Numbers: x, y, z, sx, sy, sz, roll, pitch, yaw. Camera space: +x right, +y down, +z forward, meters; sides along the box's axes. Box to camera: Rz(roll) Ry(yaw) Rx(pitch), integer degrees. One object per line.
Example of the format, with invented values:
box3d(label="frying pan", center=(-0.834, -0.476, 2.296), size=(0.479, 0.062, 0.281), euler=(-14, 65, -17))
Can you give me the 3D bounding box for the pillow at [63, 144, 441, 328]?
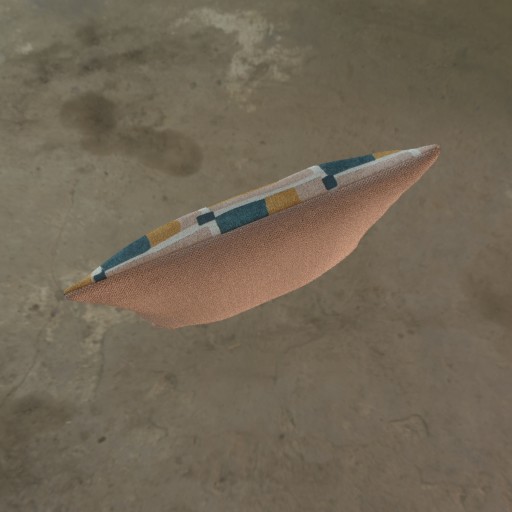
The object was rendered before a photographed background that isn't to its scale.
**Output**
box3d(label="pillow", center=(0.000, 0.000, 0.748), size=(0.478, 0.479, 0.158), euler=(-22, 78, -5))
